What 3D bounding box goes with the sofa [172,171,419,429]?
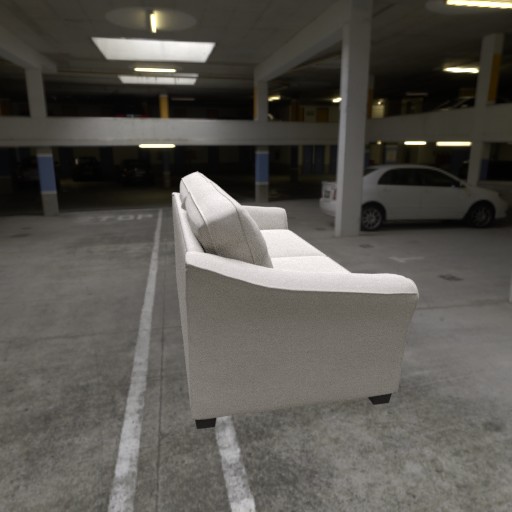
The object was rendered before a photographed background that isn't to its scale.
[{"bbox_3d":[0.000,0.000,2.808,0.980,0.965,2.270,-3,15,-11],"label":"sofa"}]
